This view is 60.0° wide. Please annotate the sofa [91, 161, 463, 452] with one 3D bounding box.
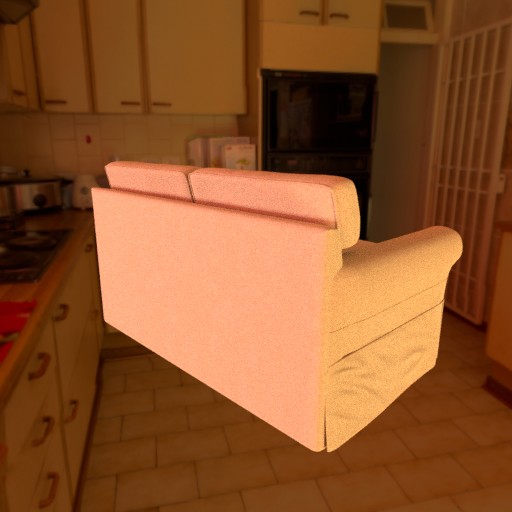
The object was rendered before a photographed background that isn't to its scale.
[{"bbox_3d":[0.000,0.000,2.304,0.991,0.940,1.727,-14,20,-42],"label":"sofa"}]
